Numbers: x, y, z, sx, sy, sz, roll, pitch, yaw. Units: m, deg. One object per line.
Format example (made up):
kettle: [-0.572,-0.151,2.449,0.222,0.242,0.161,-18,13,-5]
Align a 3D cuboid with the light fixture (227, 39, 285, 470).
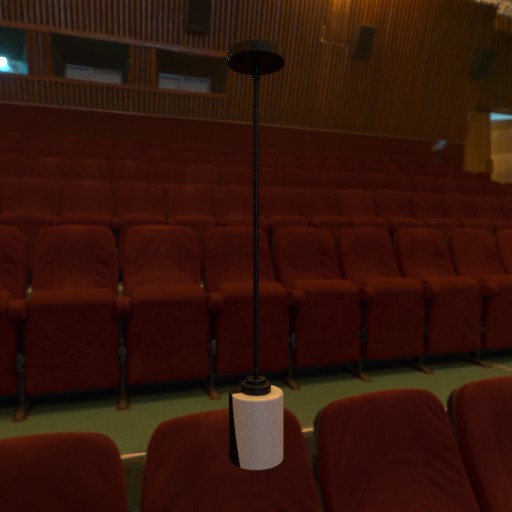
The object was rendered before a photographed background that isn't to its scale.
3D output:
light fixture: [0.000,0.000,0.948,0.123,0.863,0.123,0,0,-19]
